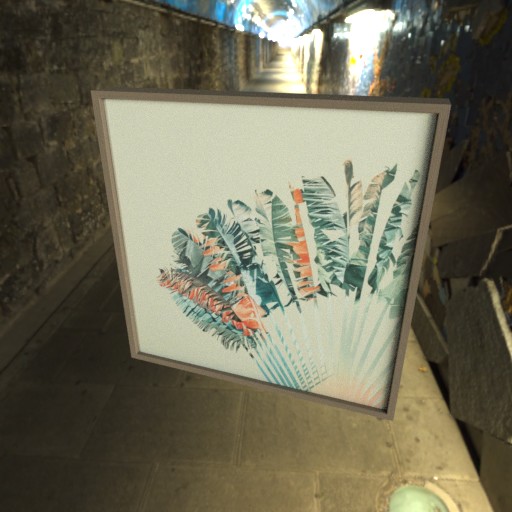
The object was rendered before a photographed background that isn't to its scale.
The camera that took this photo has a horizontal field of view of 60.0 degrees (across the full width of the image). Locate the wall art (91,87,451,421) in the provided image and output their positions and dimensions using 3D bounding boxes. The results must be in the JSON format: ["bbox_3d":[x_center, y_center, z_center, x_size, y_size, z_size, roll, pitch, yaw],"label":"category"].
[{"bbox_3d":[0.000,0.000,0.440,0.304,0.303,0.038,9,27,17],"label":"wall art"}]
